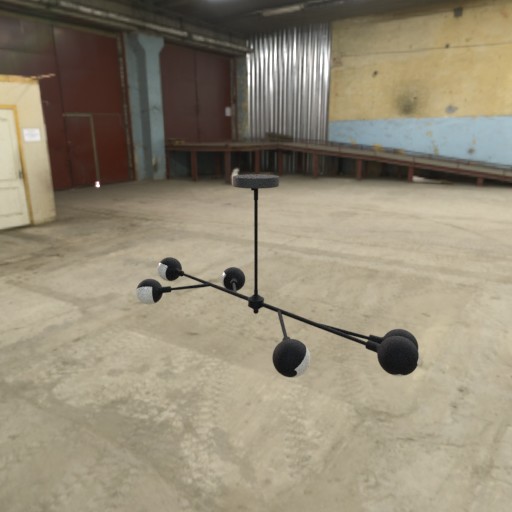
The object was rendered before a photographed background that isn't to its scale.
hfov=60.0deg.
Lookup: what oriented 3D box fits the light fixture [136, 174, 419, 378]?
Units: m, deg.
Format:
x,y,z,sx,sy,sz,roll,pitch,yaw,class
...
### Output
x,y,z,sx,sy,sz,roll,pitch,yaw,class
0.000,0.000,1.018,0.434,0.362,0.778,-8,17,-27,light fixture
